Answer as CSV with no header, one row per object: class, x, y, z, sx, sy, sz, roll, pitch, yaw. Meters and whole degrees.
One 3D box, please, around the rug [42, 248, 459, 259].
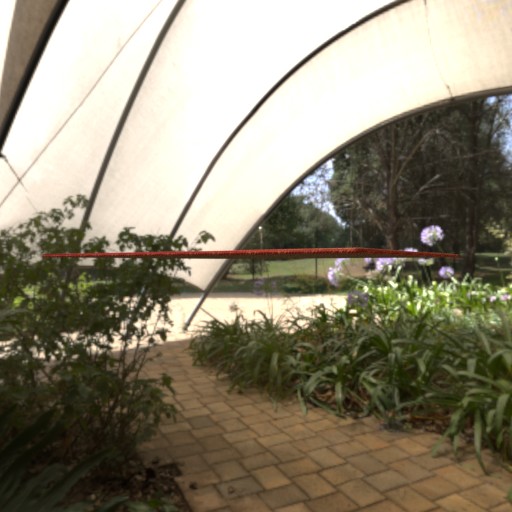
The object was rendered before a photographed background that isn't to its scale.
rug,0.000,0.000,3.933,2.905,0.028,2.340,-1,-1,36
